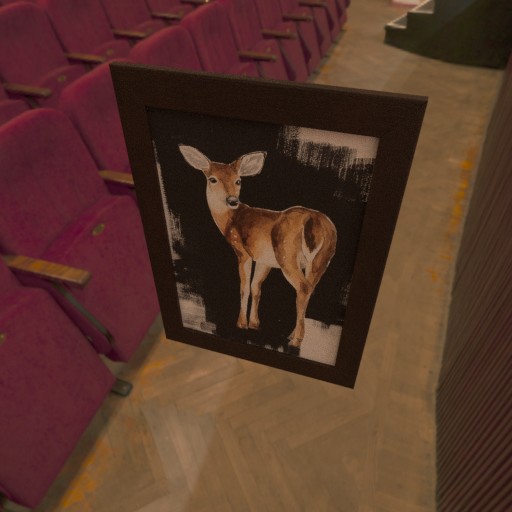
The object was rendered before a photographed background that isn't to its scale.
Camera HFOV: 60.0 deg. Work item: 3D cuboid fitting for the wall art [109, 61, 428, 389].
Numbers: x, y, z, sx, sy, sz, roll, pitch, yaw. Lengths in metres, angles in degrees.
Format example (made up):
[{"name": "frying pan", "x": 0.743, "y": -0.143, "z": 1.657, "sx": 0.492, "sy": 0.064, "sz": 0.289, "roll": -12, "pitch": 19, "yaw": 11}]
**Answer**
[{"name": "wall art", "x": 0.000, "y": 0.000, "z": 0.647, "sx": 0.359, "sy": 0.508, "sz": 0.013, "roll": 12, "pitch": 42, "yaw": 13}]
